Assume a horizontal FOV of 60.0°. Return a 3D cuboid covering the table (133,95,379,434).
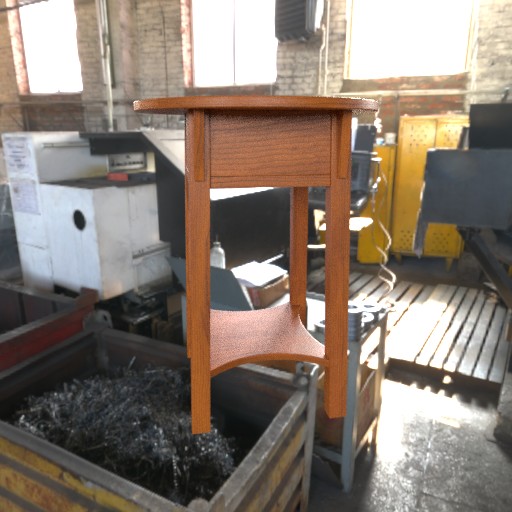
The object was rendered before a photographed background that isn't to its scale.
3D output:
[{"bbox_3d":[0.000,0.000,0.938,0.457,0.610,0.457,0,16,0],"label":"table"}]
